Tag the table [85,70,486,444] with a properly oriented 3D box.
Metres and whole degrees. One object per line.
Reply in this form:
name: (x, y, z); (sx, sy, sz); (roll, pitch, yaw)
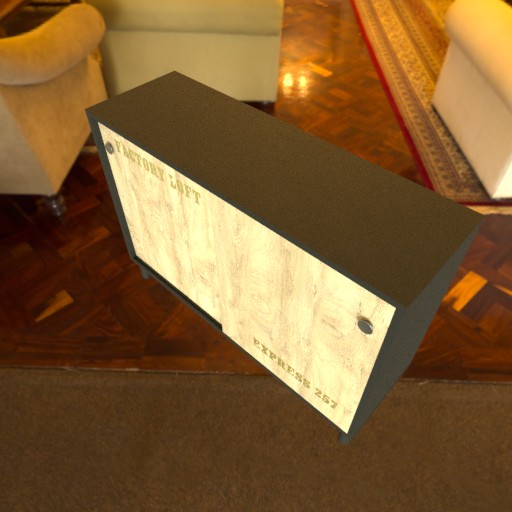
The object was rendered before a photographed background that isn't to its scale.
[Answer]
table: (0.000, 0.000, 1.601); (1.200, 0.855, 0.400); (34, 56, 27)
